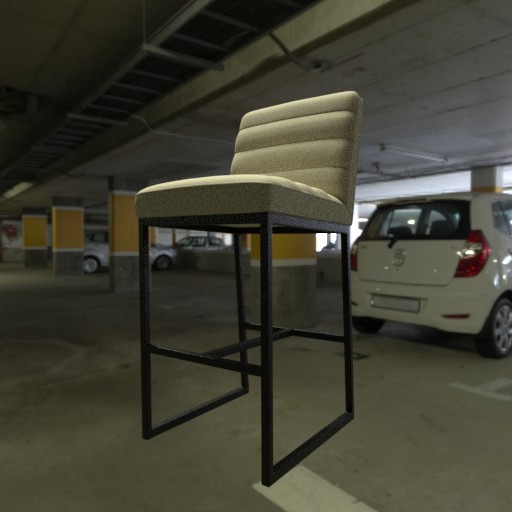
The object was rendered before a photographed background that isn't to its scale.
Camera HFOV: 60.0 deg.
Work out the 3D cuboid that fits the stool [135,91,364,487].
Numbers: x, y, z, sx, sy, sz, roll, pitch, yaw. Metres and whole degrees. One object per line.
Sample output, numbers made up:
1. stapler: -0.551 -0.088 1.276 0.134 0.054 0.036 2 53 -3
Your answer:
1. stool: 0.000 0.000 1.331 0.460 1.040 0.560 1 2 36
